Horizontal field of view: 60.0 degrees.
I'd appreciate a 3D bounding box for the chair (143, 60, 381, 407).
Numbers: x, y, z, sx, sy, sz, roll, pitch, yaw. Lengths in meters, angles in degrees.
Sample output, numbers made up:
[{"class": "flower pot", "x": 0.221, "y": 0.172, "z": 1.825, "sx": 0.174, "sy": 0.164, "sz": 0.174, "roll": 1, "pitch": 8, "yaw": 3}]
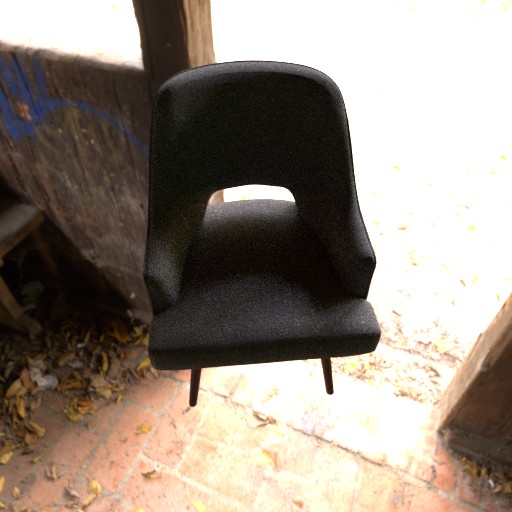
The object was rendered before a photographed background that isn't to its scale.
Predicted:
[{"class": "chair", "x": 0.000, "y": 0.000, "z": 1.284, "sx": 0.608, "sy": 0.875, "sz": 0.629, "roll": -4, "pitch": 46, "yaw": -4}]
